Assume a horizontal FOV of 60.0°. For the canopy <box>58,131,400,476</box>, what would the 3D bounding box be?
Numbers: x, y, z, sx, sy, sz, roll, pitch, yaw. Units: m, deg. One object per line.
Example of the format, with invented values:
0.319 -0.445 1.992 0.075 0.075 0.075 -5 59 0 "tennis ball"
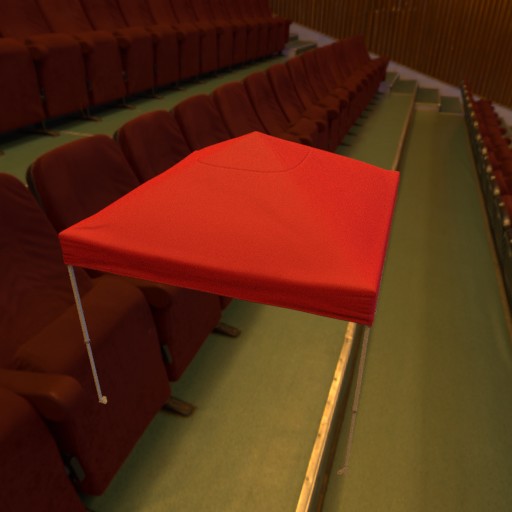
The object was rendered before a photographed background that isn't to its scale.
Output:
0.000 0.000 5.385 2.998 2.997 2.996 10 31 17 "canopy"
